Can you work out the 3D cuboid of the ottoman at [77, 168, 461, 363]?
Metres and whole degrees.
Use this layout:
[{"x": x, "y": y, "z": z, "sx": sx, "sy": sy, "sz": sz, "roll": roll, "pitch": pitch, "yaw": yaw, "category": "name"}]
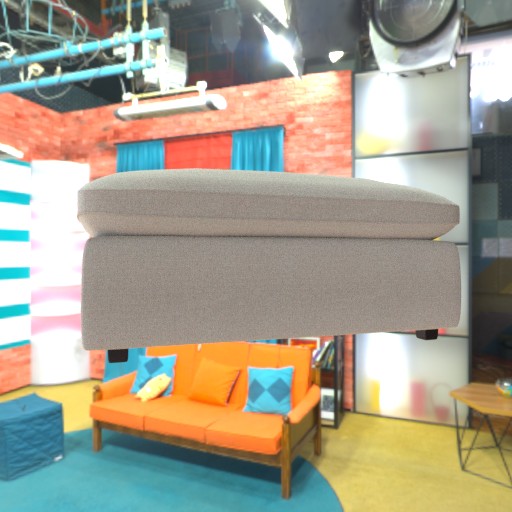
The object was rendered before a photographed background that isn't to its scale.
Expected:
[{"x": 0.000, "y": 0.000, "z": 1.347, "sx": 0.984, "sy": 0.453, "sz": 0.686, "roll": 0, "pitch": 0, "yaw": -18, "category": "ottoman"}]
